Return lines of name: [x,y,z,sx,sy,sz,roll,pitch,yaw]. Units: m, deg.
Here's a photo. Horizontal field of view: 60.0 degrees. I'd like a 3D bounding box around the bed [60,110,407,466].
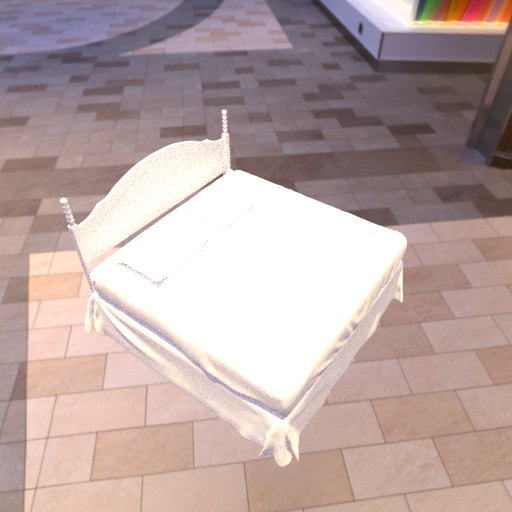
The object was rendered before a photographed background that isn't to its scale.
bed: [0.000,0.000,3.790,2.219,1.355,2.322,26,49,26]
